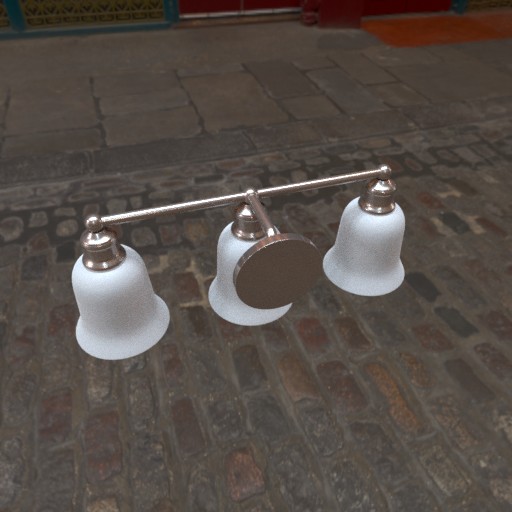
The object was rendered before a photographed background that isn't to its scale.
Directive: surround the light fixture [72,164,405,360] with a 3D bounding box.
[{"bbox_3d":[0.000,0.000,0.667,0.570,0.211,0.198,-12,42,-13],"label":"light fixture"}]
